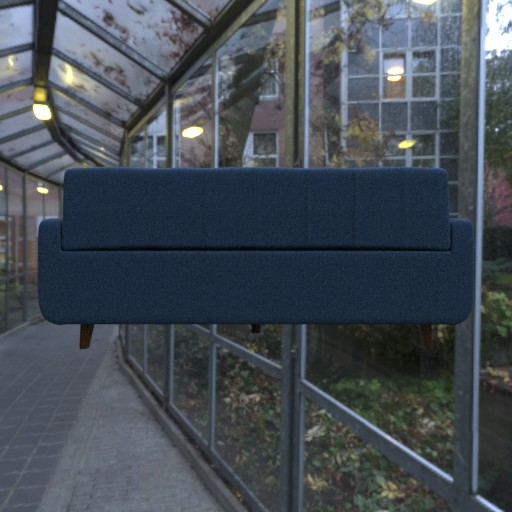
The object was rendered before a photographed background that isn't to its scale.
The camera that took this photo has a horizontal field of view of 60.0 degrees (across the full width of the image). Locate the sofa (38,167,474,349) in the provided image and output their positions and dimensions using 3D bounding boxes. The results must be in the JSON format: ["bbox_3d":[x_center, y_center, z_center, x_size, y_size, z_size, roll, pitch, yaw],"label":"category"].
[{"bbox_3d":[0.000,0.000,2.536,2.055,0.884,0.942,0,1,0],"label":"sofa"}]
